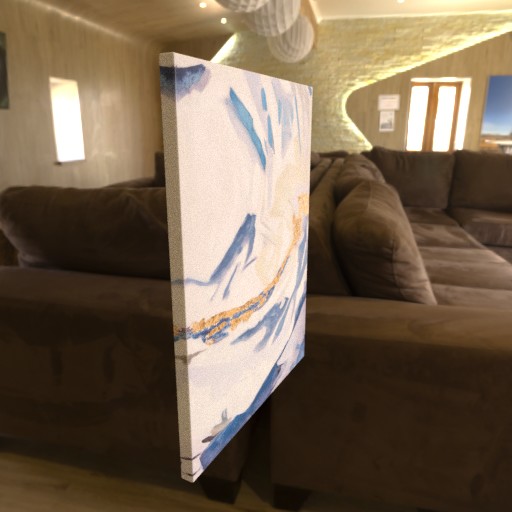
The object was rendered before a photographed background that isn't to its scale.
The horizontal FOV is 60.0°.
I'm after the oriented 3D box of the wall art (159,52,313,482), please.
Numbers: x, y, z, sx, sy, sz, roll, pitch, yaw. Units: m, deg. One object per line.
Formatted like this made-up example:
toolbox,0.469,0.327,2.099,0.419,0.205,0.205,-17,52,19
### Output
wall art,0.000,0.000,1.329,0.038,1.015,0.761,8,17,27
